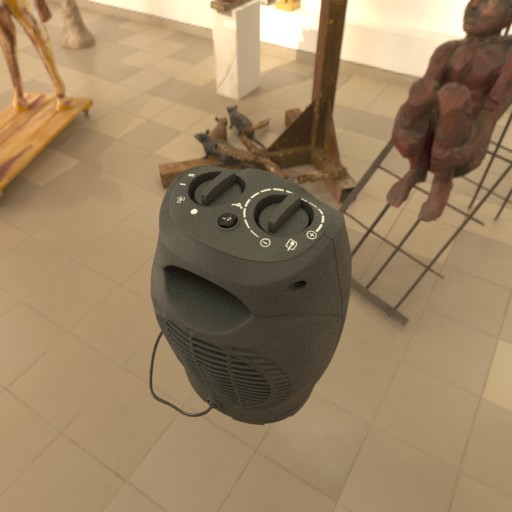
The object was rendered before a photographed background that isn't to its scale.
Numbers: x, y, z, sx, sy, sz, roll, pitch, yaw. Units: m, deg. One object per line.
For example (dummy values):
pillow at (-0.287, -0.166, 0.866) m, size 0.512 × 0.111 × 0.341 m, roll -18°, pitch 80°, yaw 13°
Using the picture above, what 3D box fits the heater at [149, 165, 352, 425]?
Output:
heater at (0.000, 0.000, 0.475) m, size 0.239 × 0.255 × 0.291 m, roll 24°, pitch 50°, yaw 21°
